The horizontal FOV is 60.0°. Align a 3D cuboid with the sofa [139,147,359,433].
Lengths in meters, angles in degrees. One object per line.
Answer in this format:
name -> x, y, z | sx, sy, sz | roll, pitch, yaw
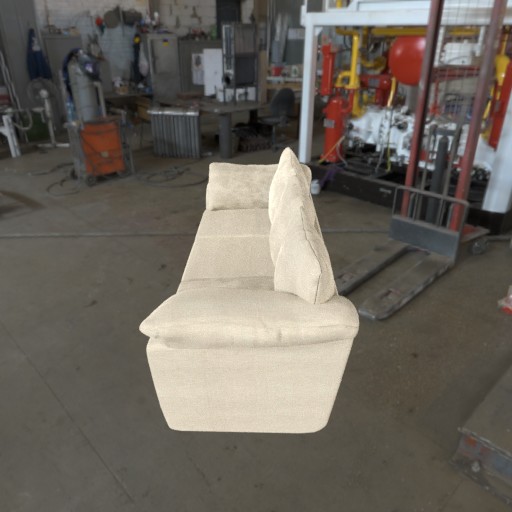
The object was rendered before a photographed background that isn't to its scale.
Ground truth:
sofa -> 0.000, 0.000, 2.863 | 0.893, 0.981, 2.377 | 1, 27, 1
